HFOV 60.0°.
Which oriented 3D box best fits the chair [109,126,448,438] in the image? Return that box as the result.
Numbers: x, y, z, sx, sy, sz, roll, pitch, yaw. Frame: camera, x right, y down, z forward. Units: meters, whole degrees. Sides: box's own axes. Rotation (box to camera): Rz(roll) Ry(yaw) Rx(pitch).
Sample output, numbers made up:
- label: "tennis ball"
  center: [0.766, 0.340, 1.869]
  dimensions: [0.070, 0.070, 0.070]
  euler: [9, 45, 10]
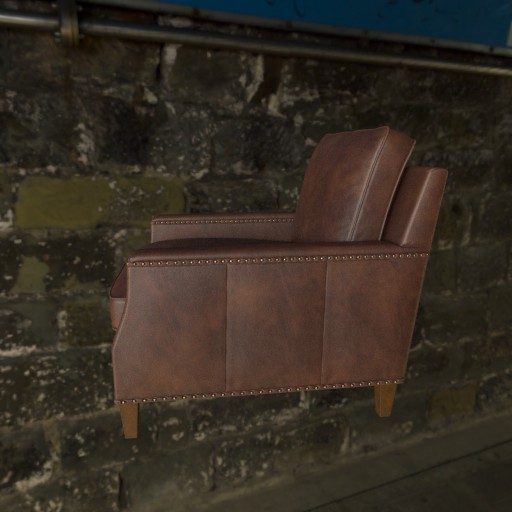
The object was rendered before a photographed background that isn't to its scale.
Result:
- label: "chair"
  center: [0.000, 0.000, 1.690]
  dimensions: [1.014, 0.929, 0.853]
  euler: [-2, 13, -8]
